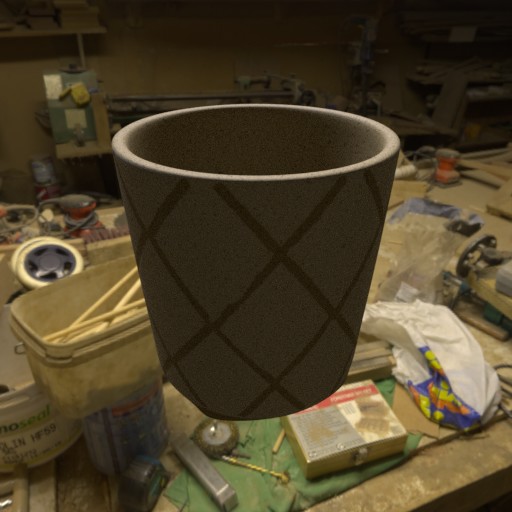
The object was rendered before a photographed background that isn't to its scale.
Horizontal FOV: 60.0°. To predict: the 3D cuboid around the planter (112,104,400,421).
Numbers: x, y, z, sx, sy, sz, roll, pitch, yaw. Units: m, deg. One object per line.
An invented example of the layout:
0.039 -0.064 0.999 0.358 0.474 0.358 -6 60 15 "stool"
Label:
0.000 0.000 0.420 0.228 0.235 0.228 0 30 0 "planter"
